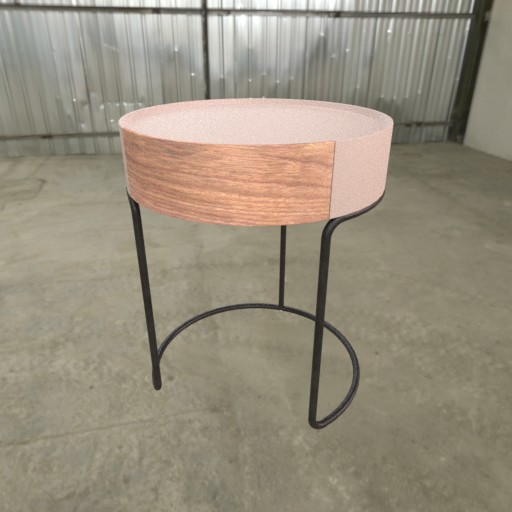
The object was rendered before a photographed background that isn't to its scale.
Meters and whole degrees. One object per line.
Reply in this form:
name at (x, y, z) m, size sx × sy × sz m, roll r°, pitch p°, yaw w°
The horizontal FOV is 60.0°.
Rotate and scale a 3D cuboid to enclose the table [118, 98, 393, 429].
table at (0.000, 0.000, 0.866) m, size 0.450 × 0.530 × 0.450 m, roll 0°, pitch 27°, yaw 0°
